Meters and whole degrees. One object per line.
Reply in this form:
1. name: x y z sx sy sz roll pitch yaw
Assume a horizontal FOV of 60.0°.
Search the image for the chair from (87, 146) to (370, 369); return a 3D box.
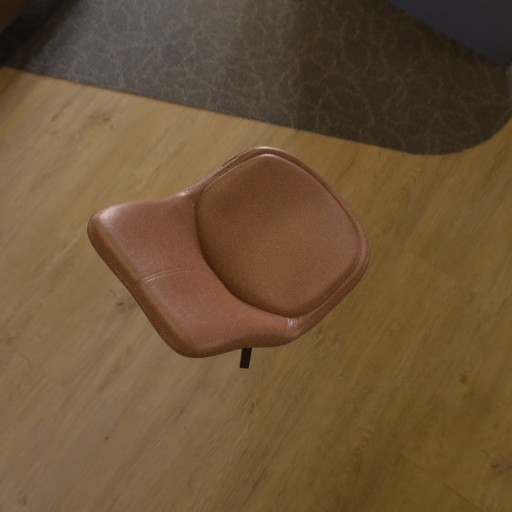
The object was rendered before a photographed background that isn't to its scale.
1. chair: 0.000 0.000 1.175 0.550 0.850 0.475 -38 78 -9
